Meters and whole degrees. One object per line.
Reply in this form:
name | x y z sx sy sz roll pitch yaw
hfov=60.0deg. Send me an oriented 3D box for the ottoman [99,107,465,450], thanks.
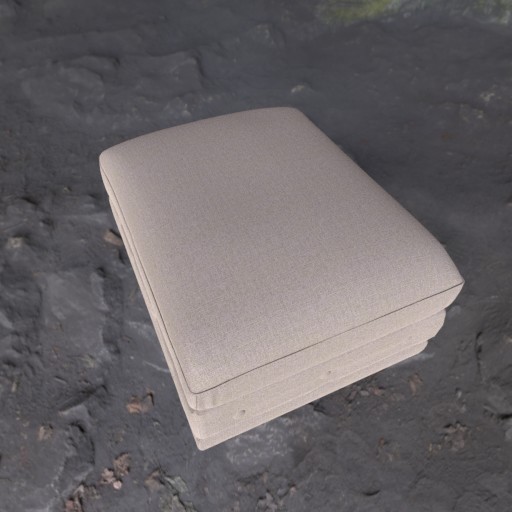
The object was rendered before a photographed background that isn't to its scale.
ottoman | 0.000 0.000 1.021 0.541 0.463 0.684 -18 49 -16
